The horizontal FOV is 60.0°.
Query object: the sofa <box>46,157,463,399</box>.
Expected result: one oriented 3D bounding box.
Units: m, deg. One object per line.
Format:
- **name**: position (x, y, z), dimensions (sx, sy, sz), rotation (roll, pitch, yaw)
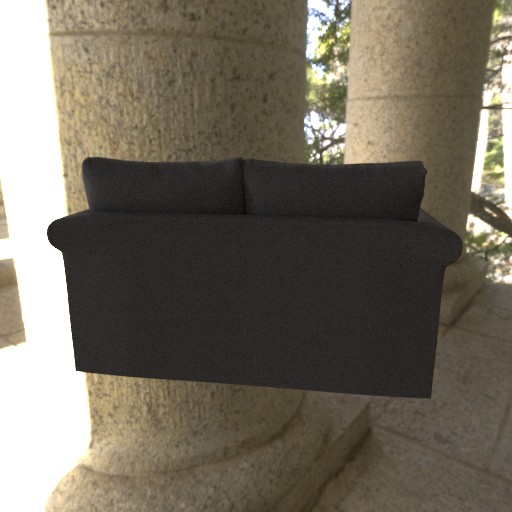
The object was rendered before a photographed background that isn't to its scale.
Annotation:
- **sofa**: position (0.000, 0.000, 1.931), dimensions (1.460, 0.872, 0.741), rotation (2, 16, 8)
